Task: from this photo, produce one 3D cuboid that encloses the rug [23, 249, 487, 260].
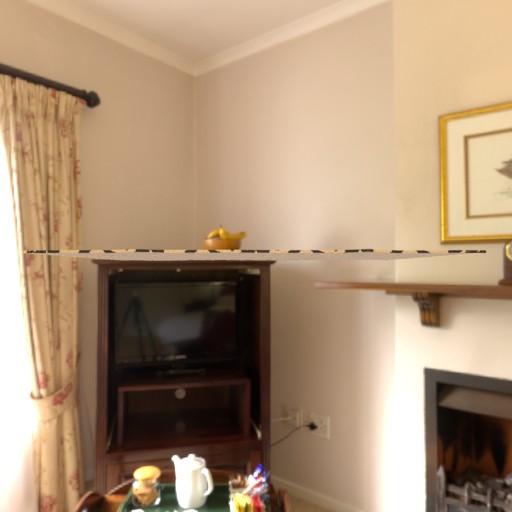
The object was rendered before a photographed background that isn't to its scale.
[{"bbox_3d":[0.000,0.000,4.387,3.369,0.036,2.444,0,-2,0],"label":"rug"}]
